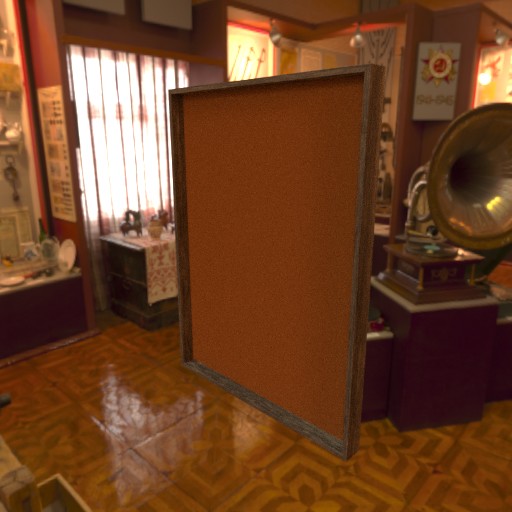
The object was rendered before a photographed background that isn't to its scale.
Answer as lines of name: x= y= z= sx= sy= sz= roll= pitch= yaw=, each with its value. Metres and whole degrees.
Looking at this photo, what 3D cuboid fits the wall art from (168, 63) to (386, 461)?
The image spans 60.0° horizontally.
wall art: x=0.000 y=0.000 z=1.368 sx=0.762 sy=1.016 sz=0.063 roll=14 pitch=21 yaw=43
